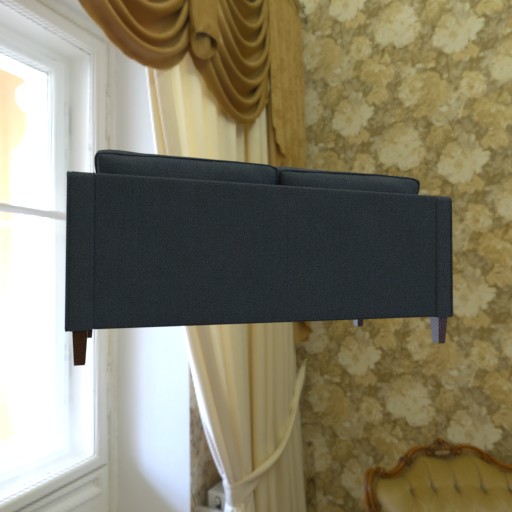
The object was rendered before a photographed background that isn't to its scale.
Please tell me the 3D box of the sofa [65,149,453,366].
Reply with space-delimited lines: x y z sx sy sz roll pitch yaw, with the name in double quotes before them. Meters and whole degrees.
"sofa" 0.000 0.000 2.851 2.178 1.071 1.066 1 -2 -18
